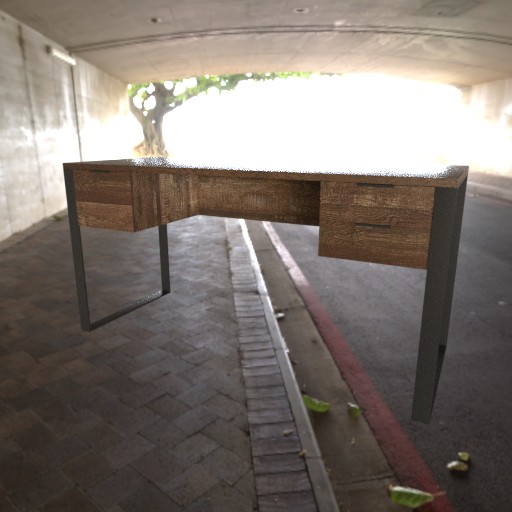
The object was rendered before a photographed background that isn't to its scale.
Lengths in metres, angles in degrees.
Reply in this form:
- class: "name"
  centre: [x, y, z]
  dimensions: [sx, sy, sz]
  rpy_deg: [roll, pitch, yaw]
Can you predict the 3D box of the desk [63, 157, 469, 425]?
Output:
- class: "desk"
  centre: [0.000, 0.000, 1.876]
  dimensions: [1.524, 0.762, 0.599]
  rpy_deg: [8, 17, 26]
